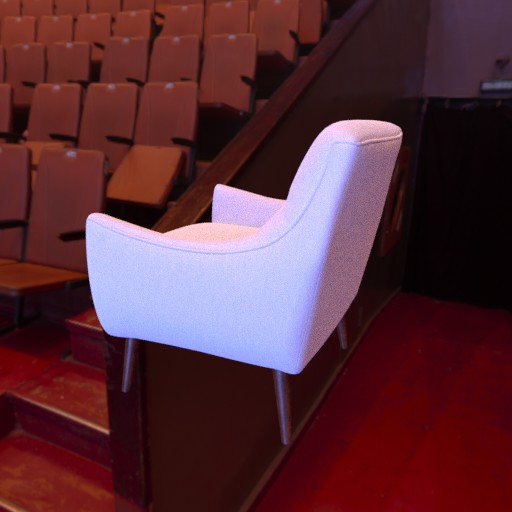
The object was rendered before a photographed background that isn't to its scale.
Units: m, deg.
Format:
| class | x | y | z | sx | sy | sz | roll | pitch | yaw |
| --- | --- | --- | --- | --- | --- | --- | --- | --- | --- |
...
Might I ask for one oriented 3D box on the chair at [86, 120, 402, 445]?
| class | x | y | z | sx | sy | sz | roll | pitch | yaw |
| --- | --- | --- | --- | --- | --- | --- | --- | --- | --- |
| chair | 0.000 | 0.000 | 1.434 | 0.787 | 0.838 | 0.762 | 8 | 18 | 25 |
